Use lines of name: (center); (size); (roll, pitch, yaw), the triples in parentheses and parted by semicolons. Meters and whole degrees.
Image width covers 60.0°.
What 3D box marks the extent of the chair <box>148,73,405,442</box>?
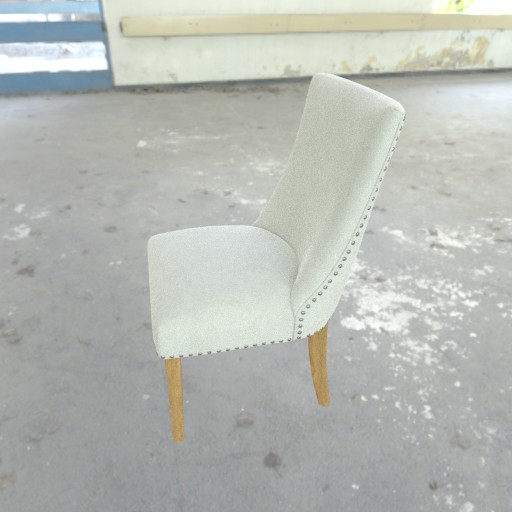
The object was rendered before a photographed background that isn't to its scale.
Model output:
chair: (0.000, 0.000, 1.267); (0.610, 0.902, 0.495); (-7, 32, -12)
